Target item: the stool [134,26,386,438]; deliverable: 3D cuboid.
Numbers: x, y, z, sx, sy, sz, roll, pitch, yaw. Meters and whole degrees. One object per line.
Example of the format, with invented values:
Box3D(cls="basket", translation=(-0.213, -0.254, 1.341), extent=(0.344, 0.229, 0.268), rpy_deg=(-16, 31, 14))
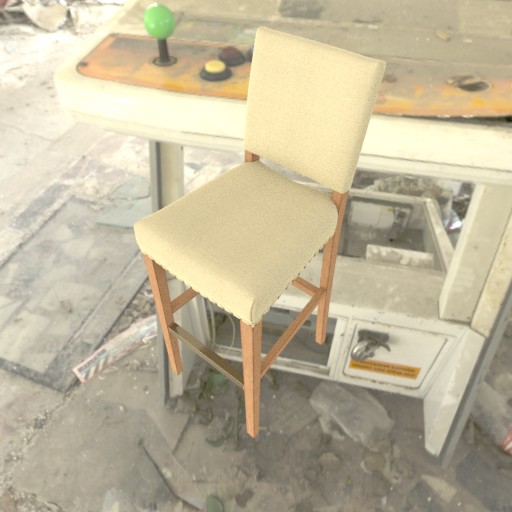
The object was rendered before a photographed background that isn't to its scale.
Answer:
Box3D(cls="stool", translation=(0.000, 0.000, 1.383), extent=(0.428, 1.143, 0.546), rpy_deg=(30, 53, 26))
